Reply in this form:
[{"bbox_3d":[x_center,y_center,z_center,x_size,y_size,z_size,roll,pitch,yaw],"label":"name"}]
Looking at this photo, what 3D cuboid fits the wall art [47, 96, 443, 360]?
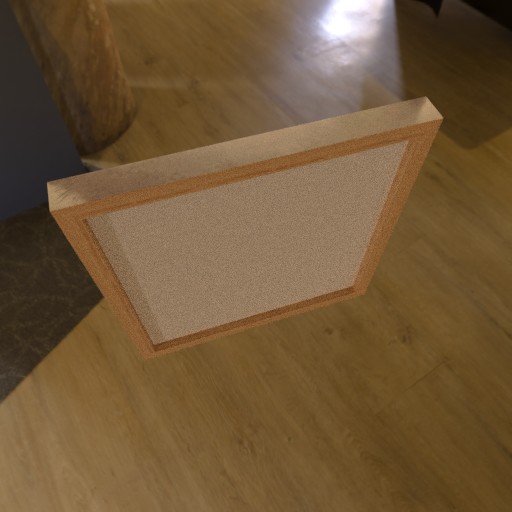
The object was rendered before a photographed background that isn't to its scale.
[{"bbox_3d":[0.000,0.000,0.461,0.303,0.303,0.028,-15,59,-9],"label":"wall art"}]
